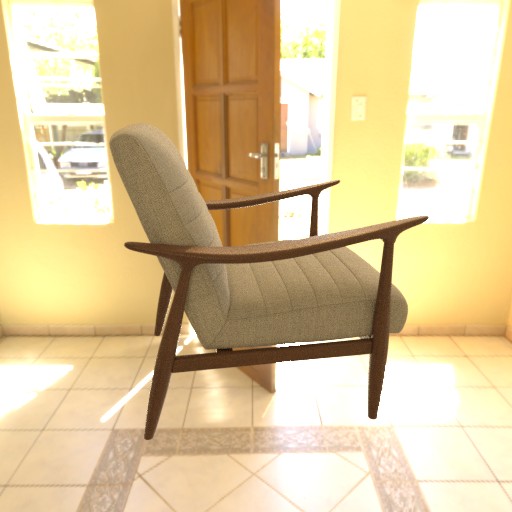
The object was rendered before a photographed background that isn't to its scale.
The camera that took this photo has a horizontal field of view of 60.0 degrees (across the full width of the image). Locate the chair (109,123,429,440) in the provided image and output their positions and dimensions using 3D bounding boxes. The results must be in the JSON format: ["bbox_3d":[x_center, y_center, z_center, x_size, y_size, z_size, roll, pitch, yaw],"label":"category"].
[{"bbox_3d":[0.000,0.000,1.453,0.798,0.832,0.741,-3,18,-9],"label":"chair"}]
